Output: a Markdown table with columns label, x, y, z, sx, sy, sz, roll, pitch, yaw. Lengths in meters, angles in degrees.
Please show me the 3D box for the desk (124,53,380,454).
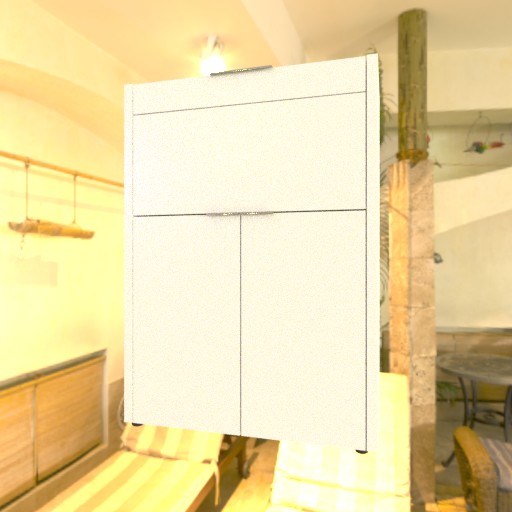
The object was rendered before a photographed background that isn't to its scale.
| label | x | y | z | sx | sy | sz | roll | pitch | yaw |
| --- | --- | --- | --- | --- | --- | --- | --- | --- | --- |
| desk | 0.000 | 0.000 | 1.594 | 0.850 | 1.190 | 0.390 | 0 | 0 | 16 |
